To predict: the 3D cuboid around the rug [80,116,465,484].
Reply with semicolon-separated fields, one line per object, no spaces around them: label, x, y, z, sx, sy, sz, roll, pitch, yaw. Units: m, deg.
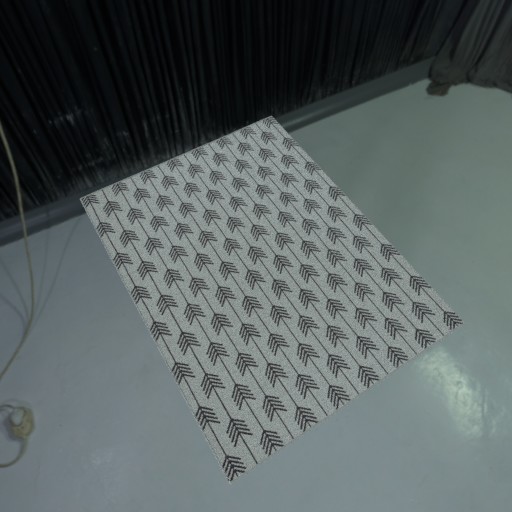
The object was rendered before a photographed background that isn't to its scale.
rug;0.000;0.000;4.153;2.330;0.010;3.061;-28;62;-16
